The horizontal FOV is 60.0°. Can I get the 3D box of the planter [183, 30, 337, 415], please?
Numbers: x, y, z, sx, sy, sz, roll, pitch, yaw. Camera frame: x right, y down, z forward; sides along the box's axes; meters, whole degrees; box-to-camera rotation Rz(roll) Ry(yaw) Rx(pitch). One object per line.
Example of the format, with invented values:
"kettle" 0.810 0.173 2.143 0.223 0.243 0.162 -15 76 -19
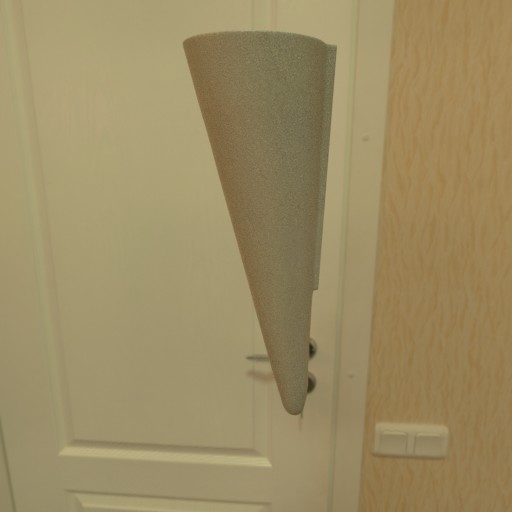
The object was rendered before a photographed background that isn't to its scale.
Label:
"planter" 0.000 0.000 0.219 0.064 0.191 0.057 -7 16 -23
